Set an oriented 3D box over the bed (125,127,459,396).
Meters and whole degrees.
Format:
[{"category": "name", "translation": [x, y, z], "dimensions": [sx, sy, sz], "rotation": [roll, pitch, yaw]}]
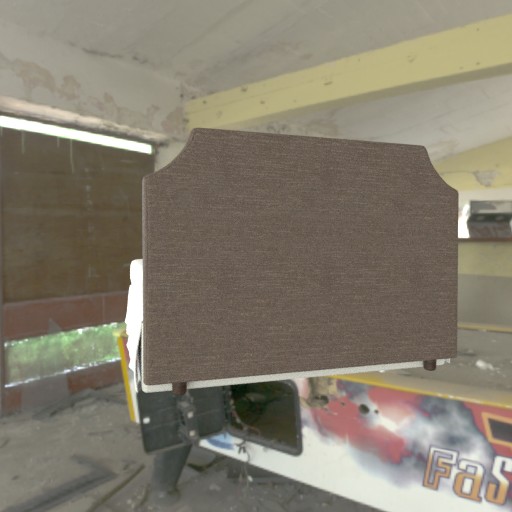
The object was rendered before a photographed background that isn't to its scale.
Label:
[{"category": "bed", "translation": [0.000, 0.000, 4.175], "dimensions": [2.350, 1.590, 2.773], "rotation": [0, 1, -17]}]
